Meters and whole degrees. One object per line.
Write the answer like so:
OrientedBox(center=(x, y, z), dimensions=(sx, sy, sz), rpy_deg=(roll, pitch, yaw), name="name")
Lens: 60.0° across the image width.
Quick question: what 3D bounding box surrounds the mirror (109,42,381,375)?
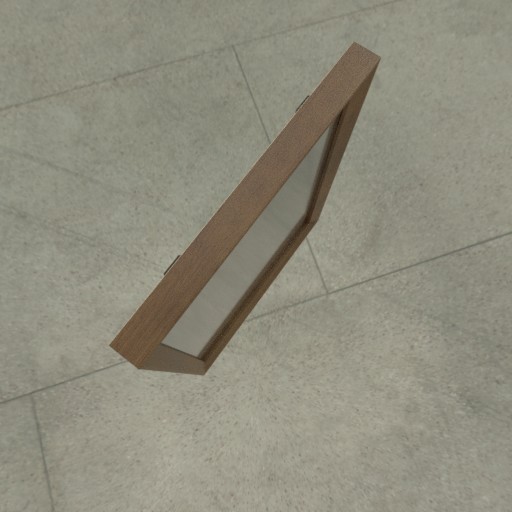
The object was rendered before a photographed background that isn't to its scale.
OrientedBox(center=(0.000, 0.000, 0.683), dimensions=(0.041, 0.509, 0.406), rpy_deg=(35, 77, 9), name="mirror")
